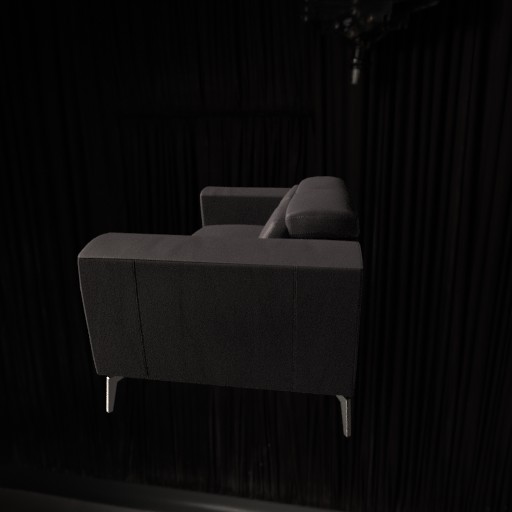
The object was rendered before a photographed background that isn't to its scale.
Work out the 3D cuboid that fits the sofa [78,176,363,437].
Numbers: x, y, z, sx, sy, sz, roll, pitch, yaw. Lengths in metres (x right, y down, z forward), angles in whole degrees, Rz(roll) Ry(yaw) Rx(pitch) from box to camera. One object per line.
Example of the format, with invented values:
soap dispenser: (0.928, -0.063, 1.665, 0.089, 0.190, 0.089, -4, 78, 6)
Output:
sofa: (0.000, 0.000, 2.414, 1.003, 0.779, 1.895, 2, 16, 9)
